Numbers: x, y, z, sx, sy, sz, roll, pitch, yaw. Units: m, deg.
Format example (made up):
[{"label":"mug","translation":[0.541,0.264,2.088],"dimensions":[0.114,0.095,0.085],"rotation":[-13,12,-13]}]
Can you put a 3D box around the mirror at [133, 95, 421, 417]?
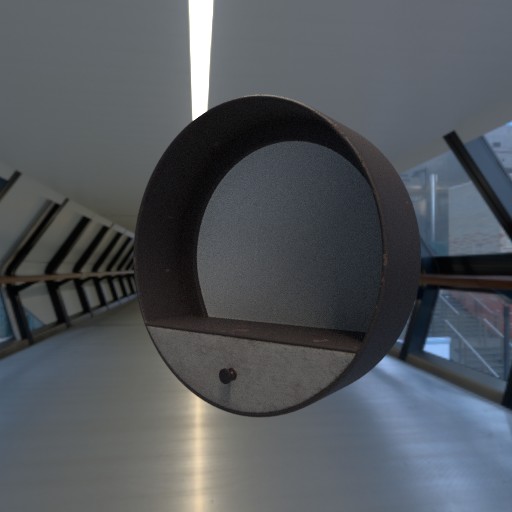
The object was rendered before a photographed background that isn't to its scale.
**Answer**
[{"label":"mirror","translation":[0.000,0.000,0.577],"dimensions":[0.386,0.386,0.126],"rotation":[-1,-1,37]}]
